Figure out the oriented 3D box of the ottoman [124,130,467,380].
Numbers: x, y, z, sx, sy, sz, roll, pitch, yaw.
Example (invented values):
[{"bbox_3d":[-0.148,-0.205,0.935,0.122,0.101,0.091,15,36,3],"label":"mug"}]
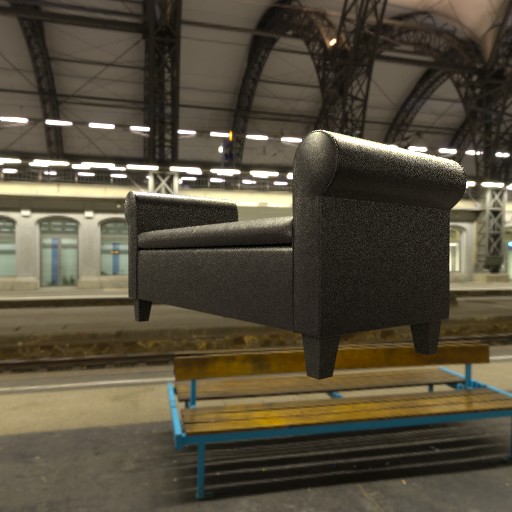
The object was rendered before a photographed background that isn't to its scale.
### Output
[{"bbox_3d":[0.000,0.000,1.560,0.521,0.547,1.256,0,0,-36],"label":"ottoman"}]
